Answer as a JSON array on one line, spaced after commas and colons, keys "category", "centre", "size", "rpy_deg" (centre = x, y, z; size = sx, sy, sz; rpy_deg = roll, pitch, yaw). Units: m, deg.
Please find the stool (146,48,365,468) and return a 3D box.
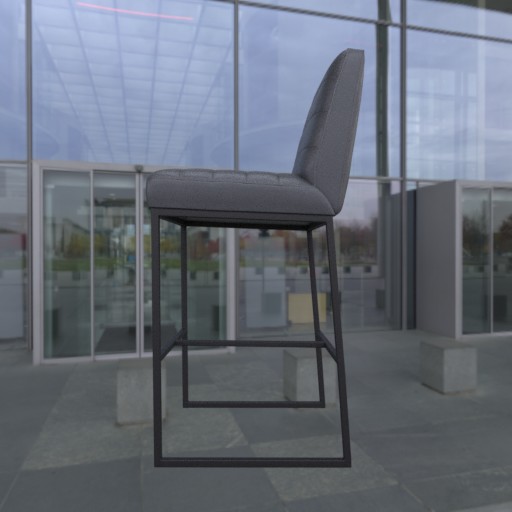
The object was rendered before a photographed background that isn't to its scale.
[{"category": "stool", "centre": [0.000, 0.000, 1.307], "size": [0.552, 1.040, 0.457], "rpy_deg": [0, 0, 0]}]
